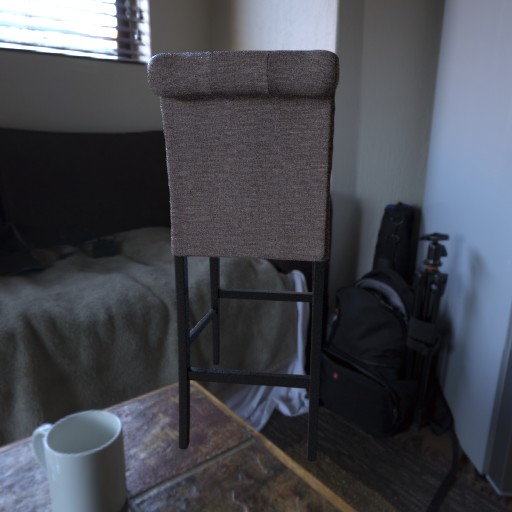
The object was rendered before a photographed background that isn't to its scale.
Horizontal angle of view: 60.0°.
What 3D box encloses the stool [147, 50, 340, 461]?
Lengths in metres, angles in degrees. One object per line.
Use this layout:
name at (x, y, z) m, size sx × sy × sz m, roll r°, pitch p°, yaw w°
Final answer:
stool at (0.000, 0.000, 1.418) m, size 0.452 × 1.131 × 0.613 m, roll 2°, pitch 16°, yaw 7°
